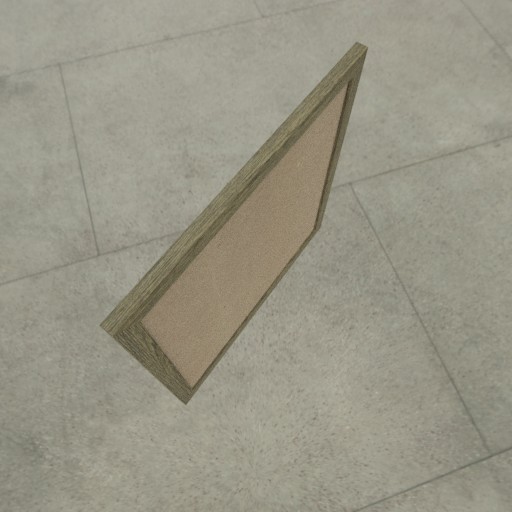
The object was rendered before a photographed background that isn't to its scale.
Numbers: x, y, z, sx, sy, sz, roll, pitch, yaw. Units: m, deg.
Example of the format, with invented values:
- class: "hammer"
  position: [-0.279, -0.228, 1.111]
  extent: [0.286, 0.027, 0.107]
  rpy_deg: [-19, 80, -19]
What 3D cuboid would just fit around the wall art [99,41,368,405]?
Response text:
- class: "wall art"
  position: [0.000, 0.000, 0.758]
  extent: [0.019, 0.508, 0.508]
  rpy_deg: [33, 69, 15]
